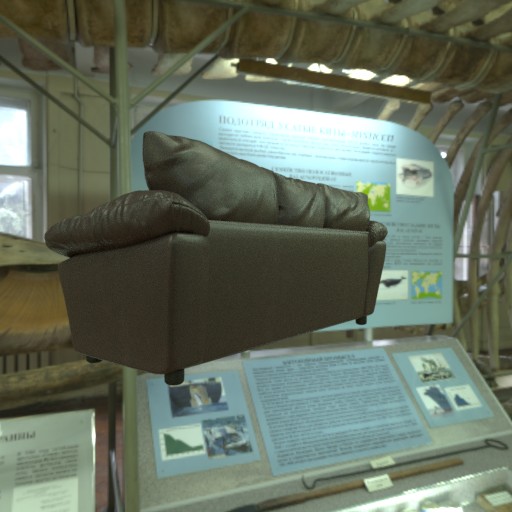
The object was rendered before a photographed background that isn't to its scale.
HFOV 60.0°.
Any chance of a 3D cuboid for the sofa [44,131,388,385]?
[{"bbox_3d":[0.000,0.000,2.843,0.907,1.091,2.390,1,1,38],"label":"sofa"}]
